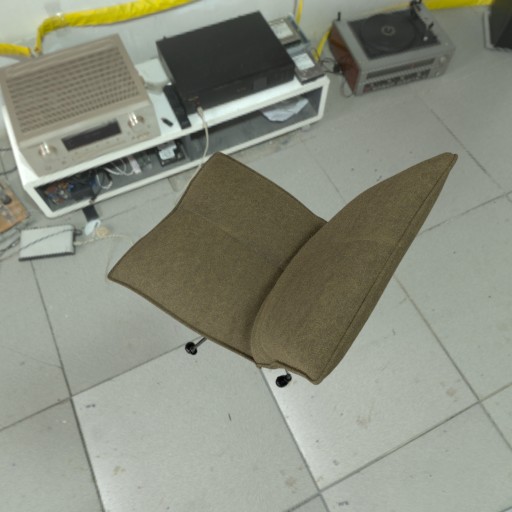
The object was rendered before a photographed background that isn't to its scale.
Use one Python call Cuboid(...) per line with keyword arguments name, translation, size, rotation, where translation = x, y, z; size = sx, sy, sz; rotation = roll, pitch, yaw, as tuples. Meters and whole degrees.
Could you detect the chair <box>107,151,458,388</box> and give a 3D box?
Cuboid(name="chair", translation=(0.000, 0.000, 1.290), size=(0.696, 0.811, 0.597), rotation=(32, 68, 14))
